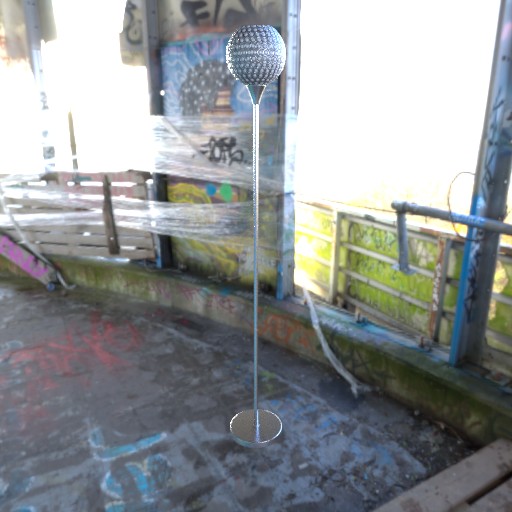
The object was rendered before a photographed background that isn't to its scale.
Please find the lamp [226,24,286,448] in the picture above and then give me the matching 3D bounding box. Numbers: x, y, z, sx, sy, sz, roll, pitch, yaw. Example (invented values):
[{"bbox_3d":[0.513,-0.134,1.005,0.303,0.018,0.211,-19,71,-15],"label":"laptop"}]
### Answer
[{"bbox_3d":[0.000,0.000,1.940,0.254,1.805,0.254,0,17,0],"label":"lamp"}]
